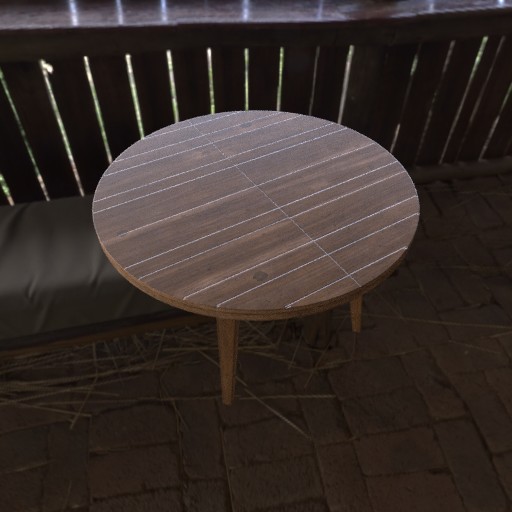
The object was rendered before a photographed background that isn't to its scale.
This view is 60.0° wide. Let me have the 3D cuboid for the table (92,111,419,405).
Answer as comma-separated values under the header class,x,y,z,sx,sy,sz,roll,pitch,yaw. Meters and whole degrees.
class,x,y,z,sx,sy,sz,roll,pitch,yaw
table,0.000,0.000,1.969,1.213,0.764,1.213,0,45,0
